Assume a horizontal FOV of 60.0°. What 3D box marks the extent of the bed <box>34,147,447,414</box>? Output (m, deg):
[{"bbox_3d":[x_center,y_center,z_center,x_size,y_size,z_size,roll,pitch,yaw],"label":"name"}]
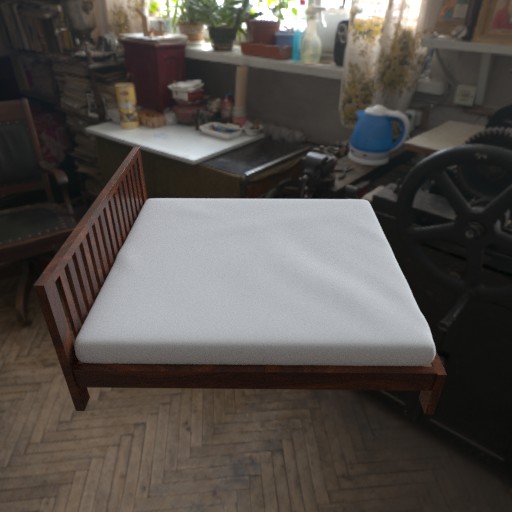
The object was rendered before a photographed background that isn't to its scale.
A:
[{"bbox_3d":[0.000,0.000,3.075,2.030,0.890,1.905,0,33,1],"label":"bed"}]
